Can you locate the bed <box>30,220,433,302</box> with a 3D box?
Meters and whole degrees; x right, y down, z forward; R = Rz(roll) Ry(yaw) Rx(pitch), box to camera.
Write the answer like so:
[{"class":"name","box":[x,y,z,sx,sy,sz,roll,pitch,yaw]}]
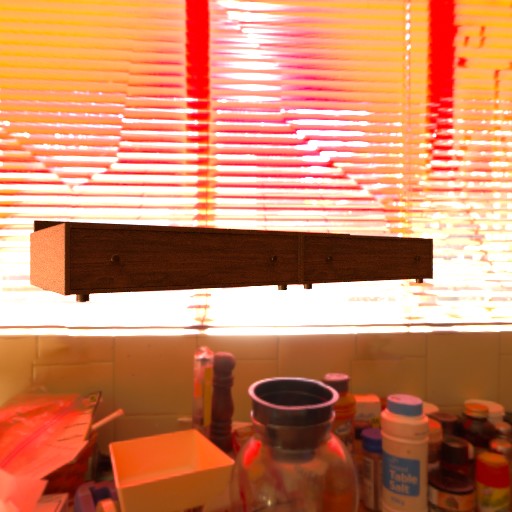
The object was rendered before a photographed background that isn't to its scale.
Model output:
[{"class":"bed","box":[0.000,0.000,2.361,2.057,0.326,0.787,0,0,-35]}]
